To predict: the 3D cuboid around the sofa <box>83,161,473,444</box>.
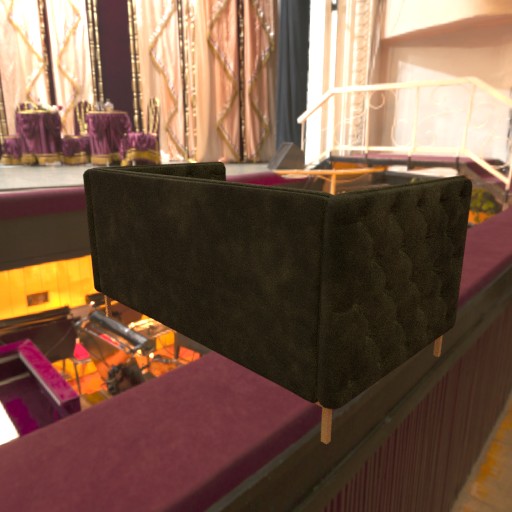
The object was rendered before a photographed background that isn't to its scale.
[{"bbox_3d":[0.000,0.000,2.016,0.895,0.768,1.537,-14,21,-43],"label":"sofa"}]
